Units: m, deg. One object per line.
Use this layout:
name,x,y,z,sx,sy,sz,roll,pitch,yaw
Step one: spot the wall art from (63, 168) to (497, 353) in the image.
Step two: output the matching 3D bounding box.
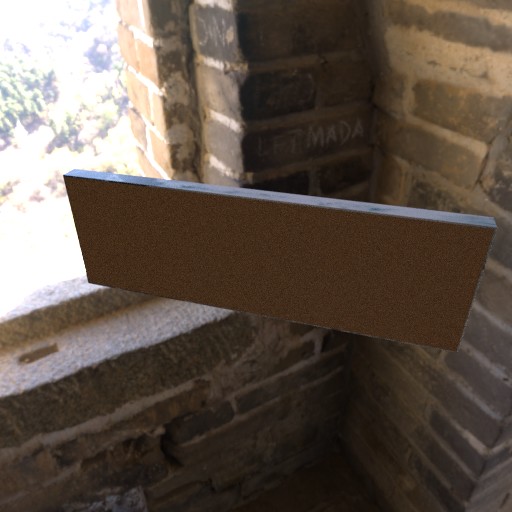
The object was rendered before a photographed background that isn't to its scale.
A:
wall art,0.000,0.000,0.831,0.759,0.251,0.037,9,32,14
